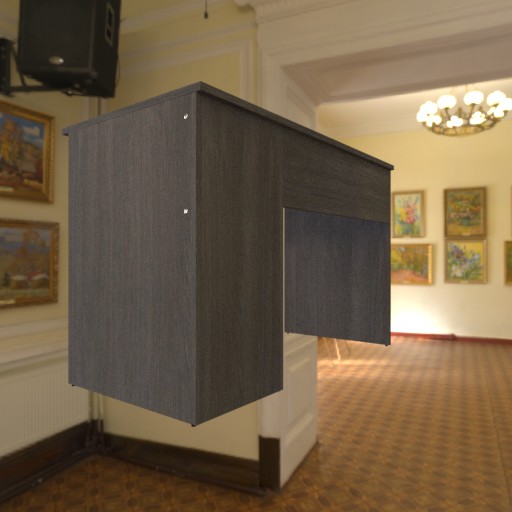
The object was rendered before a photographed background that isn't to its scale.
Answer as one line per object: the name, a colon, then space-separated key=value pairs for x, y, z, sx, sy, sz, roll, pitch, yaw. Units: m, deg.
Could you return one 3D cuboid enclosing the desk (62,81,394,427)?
desk: x=0.000 y=0.000 z=1.529 sx=0.560 sy=0.730 sz=1.096 roll=0 pitch=0 yaw=38
